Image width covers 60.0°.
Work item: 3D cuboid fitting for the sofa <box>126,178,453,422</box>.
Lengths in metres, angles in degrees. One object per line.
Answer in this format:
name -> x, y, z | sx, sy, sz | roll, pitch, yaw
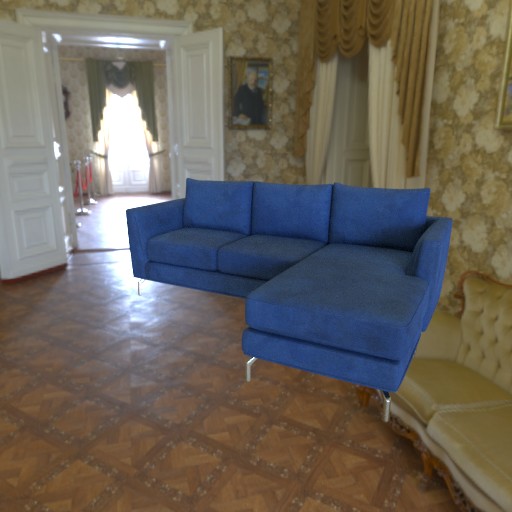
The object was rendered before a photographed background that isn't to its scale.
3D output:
sofa -> 0.000, 0.000, 3.200 | 2.438, 0.987, 1.622 | 8, 17, 27
